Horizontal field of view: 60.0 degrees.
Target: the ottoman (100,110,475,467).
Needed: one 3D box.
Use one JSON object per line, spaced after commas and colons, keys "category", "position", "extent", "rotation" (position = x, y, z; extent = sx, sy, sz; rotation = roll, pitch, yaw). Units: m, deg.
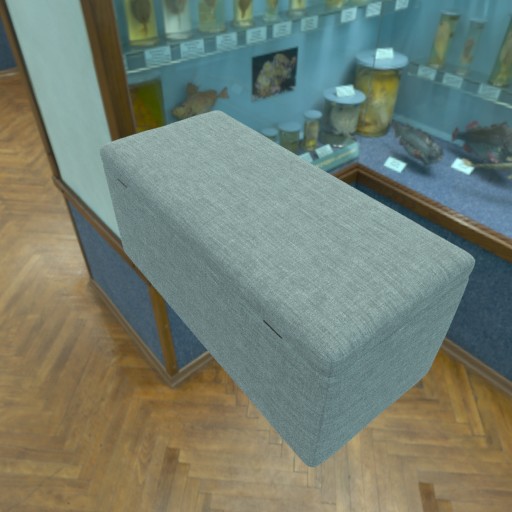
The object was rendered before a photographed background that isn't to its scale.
{"category": "ottoman", "position": [0.000, 0.000, 1.140], "extent": [0.419, 0.432, 0.902], "rotation": [-27, 48, -28]}
